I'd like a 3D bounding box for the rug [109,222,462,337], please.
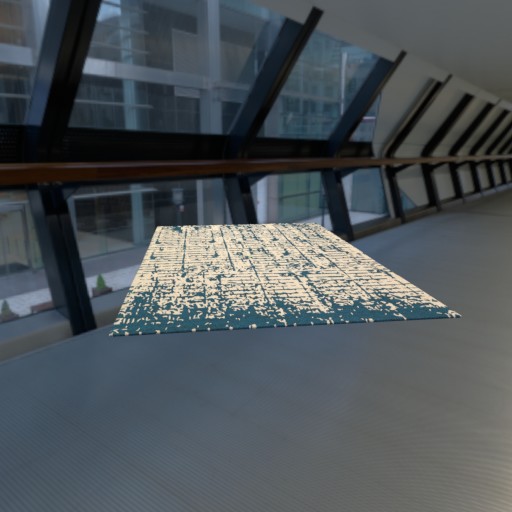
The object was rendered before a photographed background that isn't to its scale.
[{"bbox_3d":[0.000,0.000,3.038,1.517,0.011,2.435,-2,14,-7],"label":"rug"}]
